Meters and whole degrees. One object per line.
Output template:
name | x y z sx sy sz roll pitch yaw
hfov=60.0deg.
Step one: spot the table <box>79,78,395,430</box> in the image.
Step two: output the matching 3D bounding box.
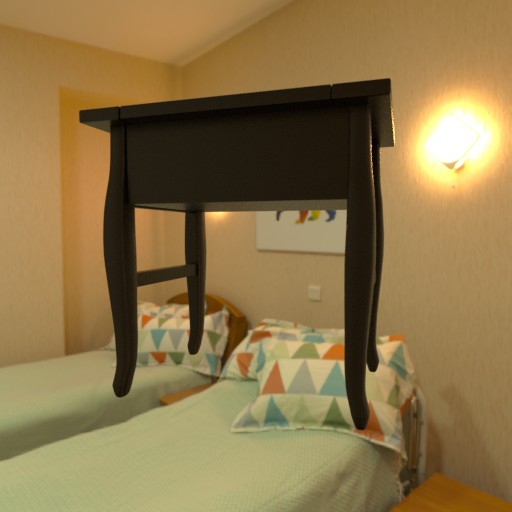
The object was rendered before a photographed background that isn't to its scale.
table | 0.000 0.000 1.033 0.602 0.604 0.460 1 3 18
